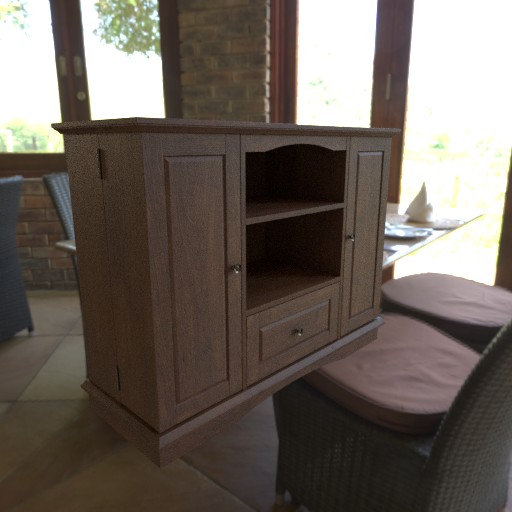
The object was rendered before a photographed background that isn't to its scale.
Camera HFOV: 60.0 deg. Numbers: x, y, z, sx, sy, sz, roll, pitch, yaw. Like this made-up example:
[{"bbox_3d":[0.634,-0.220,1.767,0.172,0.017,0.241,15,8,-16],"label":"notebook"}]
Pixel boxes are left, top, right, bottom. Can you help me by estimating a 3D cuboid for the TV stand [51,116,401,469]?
[{"bbox_3d":[0.000,0.000,1.450,0.406,0.813,1.067,14,20,43],"label":"TV stand"}]
